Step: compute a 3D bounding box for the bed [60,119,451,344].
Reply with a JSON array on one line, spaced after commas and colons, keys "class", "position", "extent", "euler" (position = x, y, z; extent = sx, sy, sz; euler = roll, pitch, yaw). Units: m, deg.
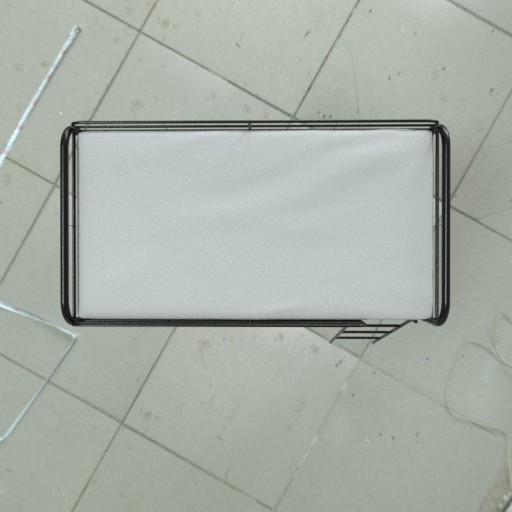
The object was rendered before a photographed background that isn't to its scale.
[{"class": "bed", "position": [0.000, 0.000, 2.861], "extent": [1.968, 1.289, 1.393], "euler": [0, 90, 1]}]
